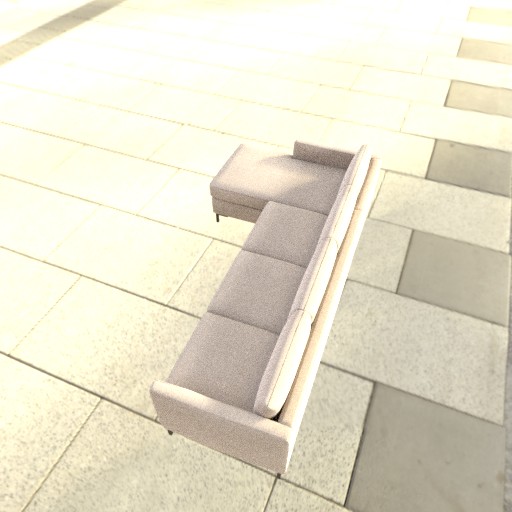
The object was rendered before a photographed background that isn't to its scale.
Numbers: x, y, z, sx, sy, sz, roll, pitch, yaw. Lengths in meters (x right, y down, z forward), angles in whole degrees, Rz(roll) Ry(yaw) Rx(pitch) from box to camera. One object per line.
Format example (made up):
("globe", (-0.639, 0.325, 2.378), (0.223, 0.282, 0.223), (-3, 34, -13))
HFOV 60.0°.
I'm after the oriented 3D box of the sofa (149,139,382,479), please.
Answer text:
("sofa", (0.000, 0.000, 3.606), (1.469, 0.816, 2.923), (15, 48, 14))
